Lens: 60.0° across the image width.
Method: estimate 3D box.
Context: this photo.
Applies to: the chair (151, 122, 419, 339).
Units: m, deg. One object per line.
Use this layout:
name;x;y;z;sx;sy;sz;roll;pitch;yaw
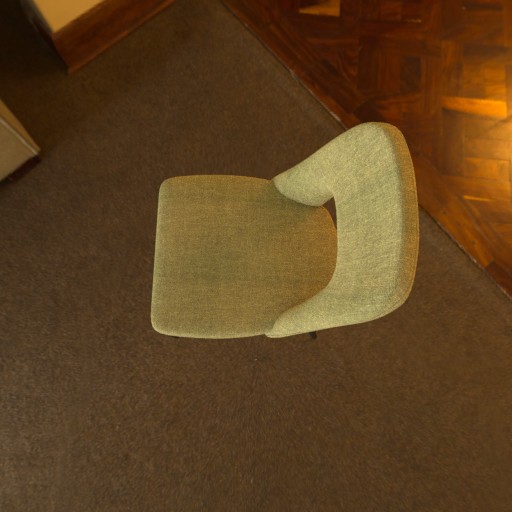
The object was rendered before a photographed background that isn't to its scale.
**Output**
chair;0.000;0.000;1.273;0.612;0.931;0.470;1;77;0
